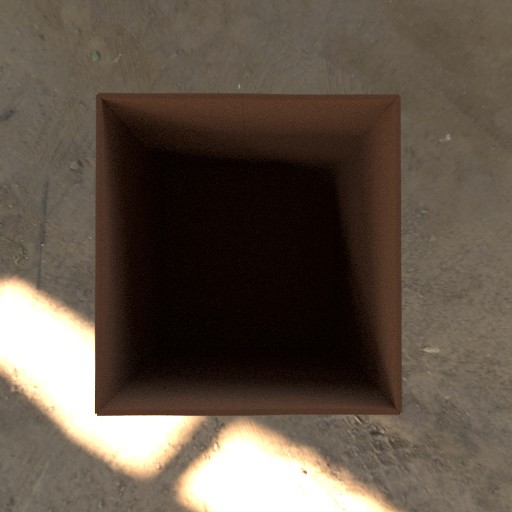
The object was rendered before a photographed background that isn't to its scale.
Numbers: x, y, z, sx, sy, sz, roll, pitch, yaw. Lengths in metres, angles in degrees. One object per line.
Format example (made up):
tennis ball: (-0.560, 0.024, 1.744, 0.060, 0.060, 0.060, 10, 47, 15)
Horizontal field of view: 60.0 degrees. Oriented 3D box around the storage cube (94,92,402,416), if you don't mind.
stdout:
storage cube: (0.000, 0.000, 0.502, 0.270, 0.280, 0.270, 0, 89, -1)
